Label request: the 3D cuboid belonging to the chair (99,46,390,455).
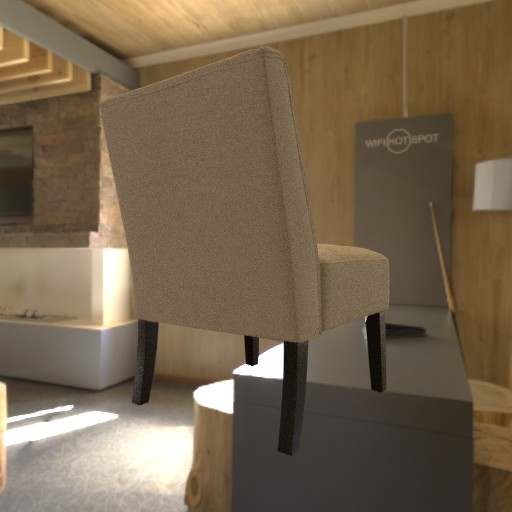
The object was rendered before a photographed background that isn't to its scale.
[{"bbox_3d":[0.000,0.000,1.285,0.569,0.853,0.676,1,1,37],"label":"chair"}]
